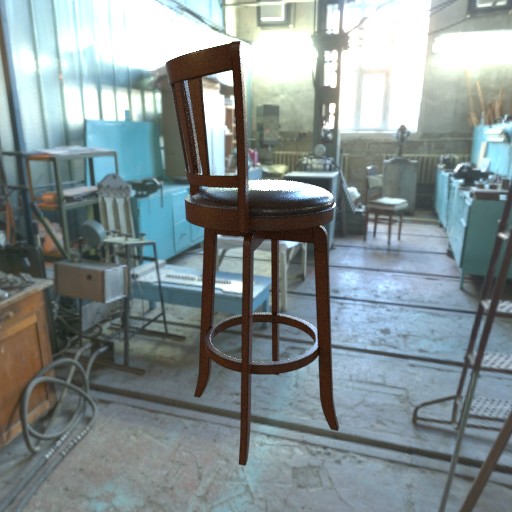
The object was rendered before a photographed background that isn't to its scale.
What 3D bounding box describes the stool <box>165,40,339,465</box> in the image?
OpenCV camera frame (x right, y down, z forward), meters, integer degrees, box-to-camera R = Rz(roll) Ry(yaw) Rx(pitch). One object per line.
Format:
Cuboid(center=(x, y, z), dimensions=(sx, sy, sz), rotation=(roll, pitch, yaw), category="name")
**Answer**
Cuboid(center=(0.000, 0.000, 1.431), dimensions=(0.503, 1.177, 0.464), rotation=(-8, 18, -26), category="stool")
